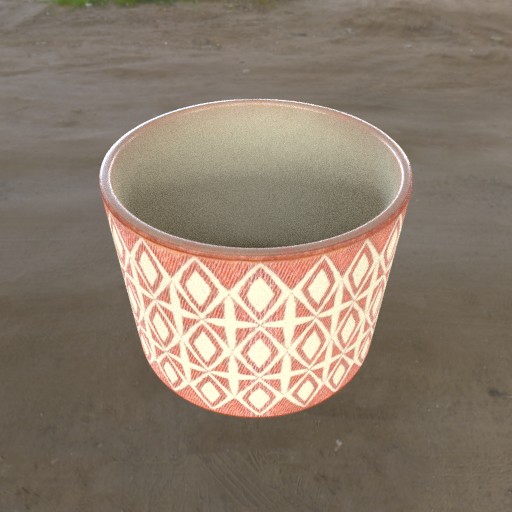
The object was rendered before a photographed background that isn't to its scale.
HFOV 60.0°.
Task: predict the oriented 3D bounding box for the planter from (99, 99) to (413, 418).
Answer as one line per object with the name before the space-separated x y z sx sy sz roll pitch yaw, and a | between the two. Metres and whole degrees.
planter | 0.000 0.000 0.475 0.273 0.237 0.273 0 41 0
